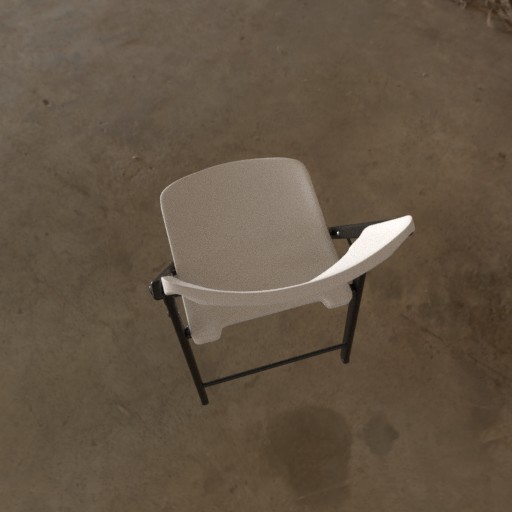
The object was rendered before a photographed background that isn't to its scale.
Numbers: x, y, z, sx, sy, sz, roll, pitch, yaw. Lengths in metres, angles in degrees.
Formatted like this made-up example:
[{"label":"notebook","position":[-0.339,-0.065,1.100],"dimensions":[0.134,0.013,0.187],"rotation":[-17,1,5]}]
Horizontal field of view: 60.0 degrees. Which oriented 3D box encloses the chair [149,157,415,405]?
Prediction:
[{"label":"chair","position":[0.000,0.000,1.134],"dimensions":[0.482,0.765,0.577],"rotation":[-14,61,-8]}]
